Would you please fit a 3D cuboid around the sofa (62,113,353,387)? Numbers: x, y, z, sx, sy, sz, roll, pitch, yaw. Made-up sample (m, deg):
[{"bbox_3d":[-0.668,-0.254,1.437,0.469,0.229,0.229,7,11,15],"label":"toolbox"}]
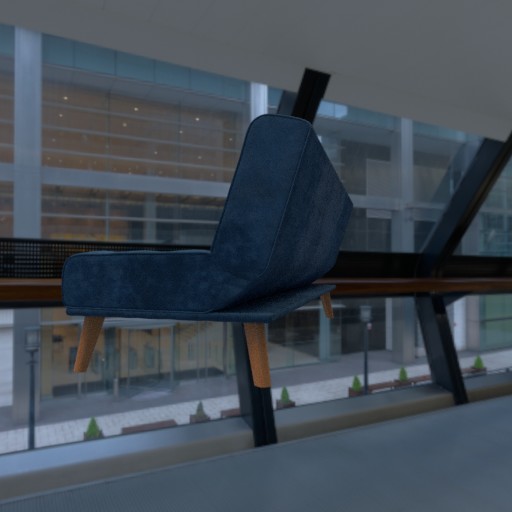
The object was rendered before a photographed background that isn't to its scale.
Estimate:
[{"bbox_3d":[0.000,0.000,2.248,0.855,0.813,1.804,0,-1,16],"label":"sofa"}]
